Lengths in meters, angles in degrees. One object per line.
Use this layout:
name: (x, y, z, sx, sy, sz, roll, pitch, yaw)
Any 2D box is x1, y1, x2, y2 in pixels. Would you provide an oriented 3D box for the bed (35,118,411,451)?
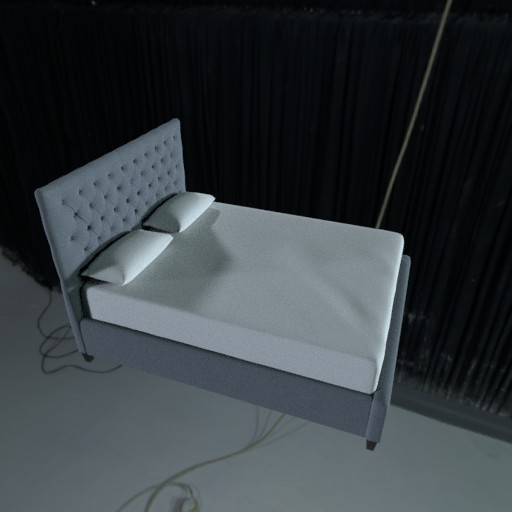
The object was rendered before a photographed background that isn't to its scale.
bed: (0.000, 0.000, 3.334, 2.231, 1.427, 1.698, 11, 34, 17)
